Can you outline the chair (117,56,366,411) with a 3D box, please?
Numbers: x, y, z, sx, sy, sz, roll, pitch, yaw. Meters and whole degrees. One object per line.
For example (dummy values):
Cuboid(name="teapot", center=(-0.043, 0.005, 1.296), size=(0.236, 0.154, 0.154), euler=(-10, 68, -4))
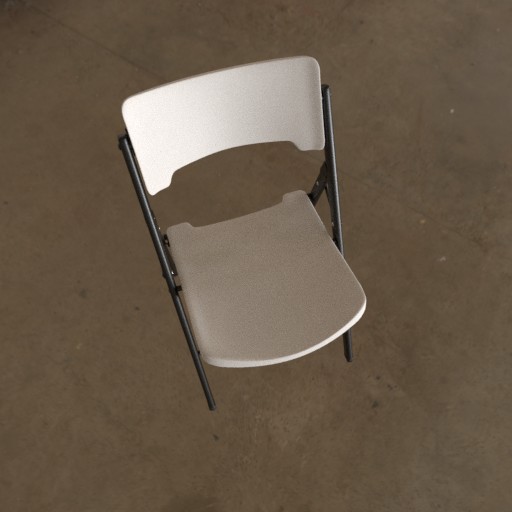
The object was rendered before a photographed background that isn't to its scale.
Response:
Cuboid(name="chair", center=(0.000, 0.000, 1.150), size=(0.482, 0.765, 0.577), euler=(-17, 64, -9))
